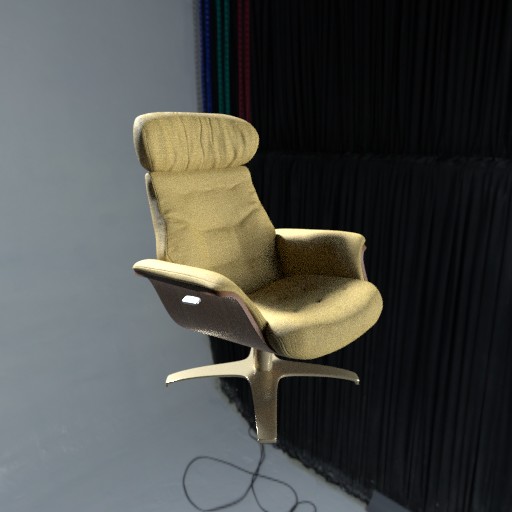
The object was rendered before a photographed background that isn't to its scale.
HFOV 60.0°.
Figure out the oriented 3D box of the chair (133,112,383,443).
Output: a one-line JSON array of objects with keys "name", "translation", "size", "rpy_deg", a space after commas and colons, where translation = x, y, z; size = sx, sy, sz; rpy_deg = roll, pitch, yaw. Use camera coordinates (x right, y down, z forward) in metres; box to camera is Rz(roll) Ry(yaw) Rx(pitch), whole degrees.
[{"name": "chair", "translation": [0.000, 0.000, 1.583], "size": [0.837, 0.995, 0.785], "rpy_deg": [15, 21, 42]}]
